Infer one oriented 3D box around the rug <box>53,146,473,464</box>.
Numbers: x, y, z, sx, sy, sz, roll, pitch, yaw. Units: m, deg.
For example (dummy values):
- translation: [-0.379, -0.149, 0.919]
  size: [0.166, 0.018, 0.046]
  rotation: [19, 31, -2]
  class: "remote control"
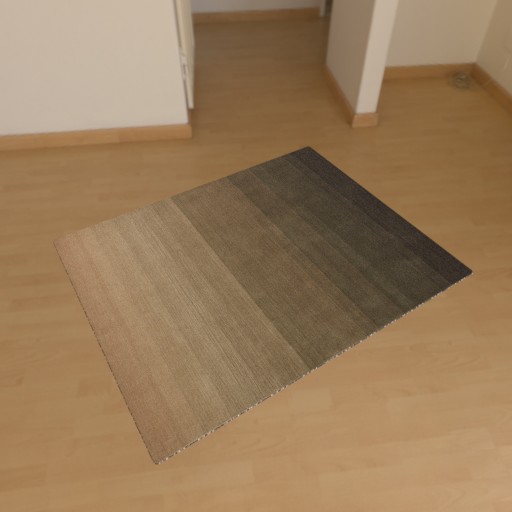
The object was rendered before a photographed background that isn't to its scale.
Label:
- translation: [0.000, 0.000, 3.867]
  size: [2.902, 0.017, 2.306]
  rotation: [-25, 51, -22]
  class: "rug"
